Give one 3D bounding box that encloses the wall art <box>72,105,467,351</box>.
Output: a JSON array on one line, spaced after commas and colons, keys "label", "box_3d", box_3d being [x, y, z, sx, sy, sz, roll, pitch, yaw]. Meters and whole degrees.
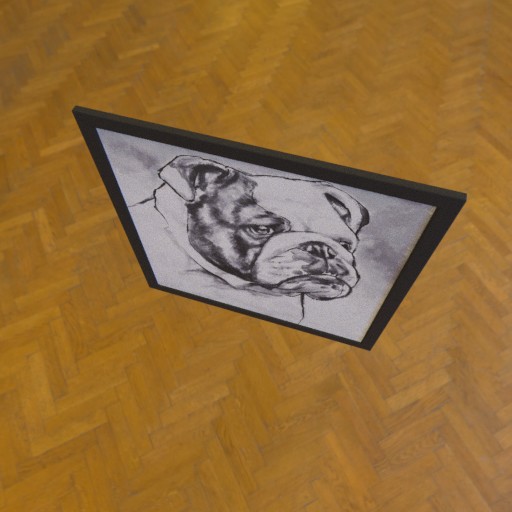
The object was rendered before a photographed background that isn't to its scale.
[{"label": "wall art", "box_3d": [0.000, 0.000, 0.844, 0.562, 0.558, 0.012, 15, 60, 9]}]
